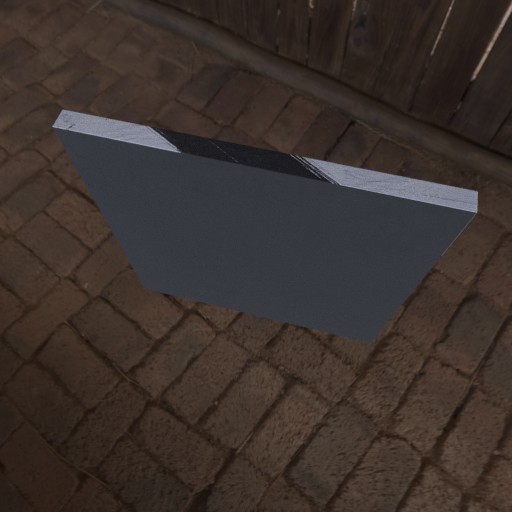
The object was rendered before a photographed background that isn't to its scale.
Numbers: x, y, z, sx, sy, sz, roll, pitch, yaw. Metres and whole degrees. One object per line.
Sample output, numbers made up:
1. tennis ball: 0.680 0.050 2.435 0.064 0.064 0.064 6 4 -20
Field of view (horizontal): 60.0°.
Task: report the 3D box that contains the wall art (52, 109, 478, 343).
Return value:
1. wall art: 0.000 0.000 1.125 0.765 0.765 0.046 13 64 6
